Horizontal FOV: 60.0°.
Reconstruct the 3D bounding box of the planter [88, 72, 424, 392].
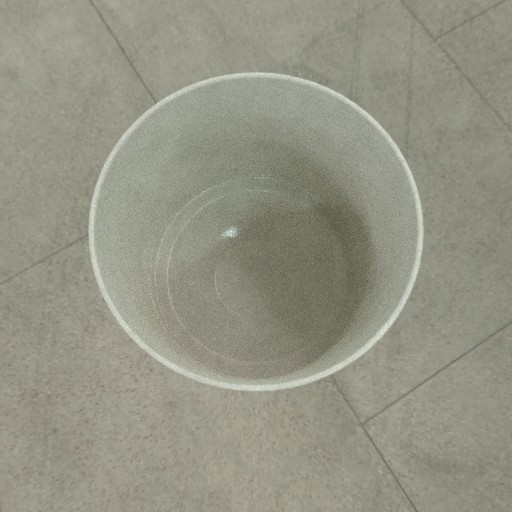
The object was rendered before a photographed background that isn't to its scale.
[{"bbox_3d":[0.000,0.000,0.446,0.250,0.239,0.250,0,76,0],"label":"planter"}]
